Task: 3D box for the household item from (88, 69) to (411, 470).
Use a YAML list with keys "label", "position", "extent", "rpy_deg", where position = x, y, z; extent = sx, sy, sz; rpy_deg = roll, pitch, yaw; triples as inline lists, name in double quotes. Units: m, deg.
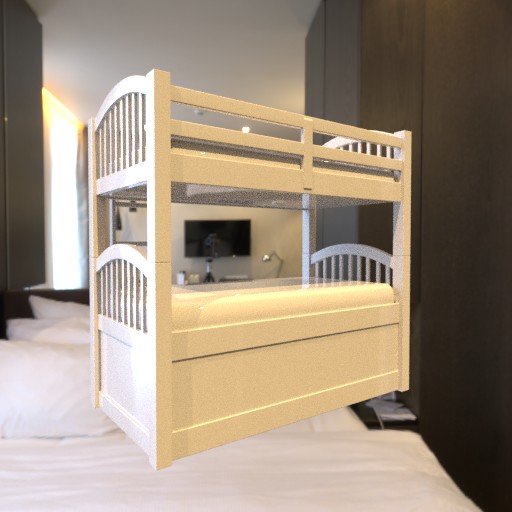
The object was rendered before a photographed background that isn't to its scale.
- label: "household item"
  position: [0.000, 0.000, 3.186]
  extent: [2.032, 2.032, 1.143]
  rpy_deg: [-1, 2, -36]
